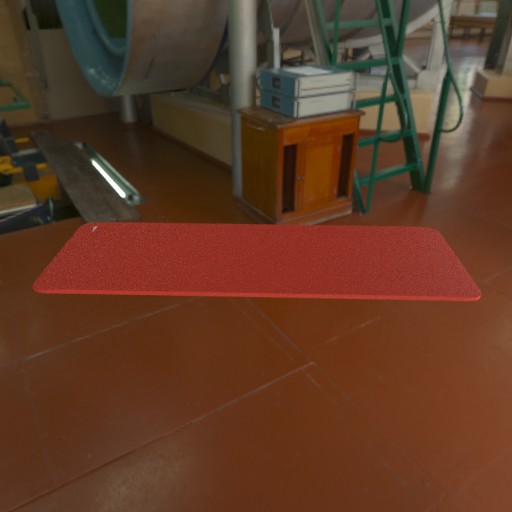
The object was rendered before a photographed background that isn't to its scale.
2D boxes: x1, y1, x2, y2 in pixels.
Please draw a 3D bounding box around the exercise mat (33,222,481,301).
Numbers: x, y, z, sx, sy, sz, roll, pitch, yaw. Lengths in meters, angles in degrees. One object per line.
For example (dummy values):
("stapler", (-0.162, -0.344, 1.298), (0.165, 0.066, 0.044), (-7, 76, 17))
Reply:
("exercise mat", (0.000, 0.000, 2.069), (1.869, 0.021, 0.616), (1, 31, 2))
